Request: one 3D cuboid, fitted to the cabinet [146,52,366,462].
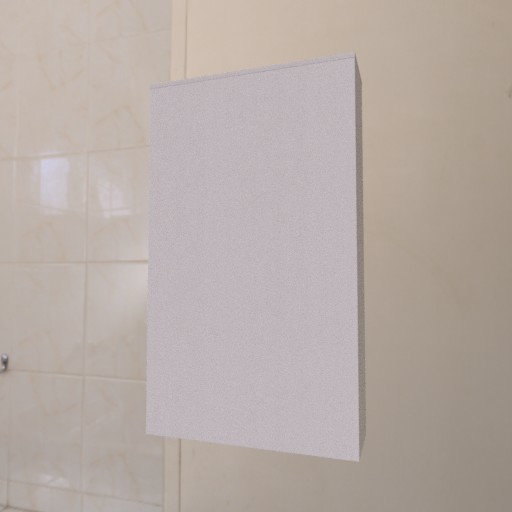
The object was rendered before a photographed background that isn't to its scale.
[{"bbox_3d":[0.000,0.000,1.620,0.750,1.280,0.250,-1,-3,19],"label":"cabinet"}]
